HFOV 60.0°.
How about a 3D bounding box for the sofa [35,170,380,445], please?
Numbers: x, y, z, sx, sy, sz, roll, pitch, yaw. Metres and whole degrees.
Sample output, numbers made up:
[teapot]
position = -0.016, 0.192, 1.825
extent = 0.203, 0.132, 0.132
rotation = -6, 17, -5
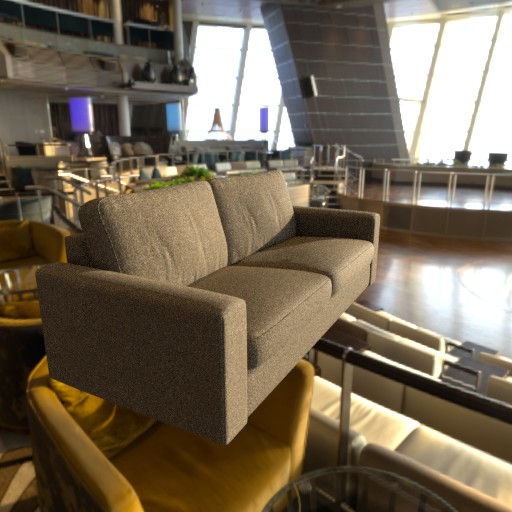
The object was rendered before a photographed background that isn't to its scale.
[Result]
[sofa]
position = 0.000, 0.000, 2.641
extent = 1.016, 0.873, 2.179
rotation = 8, 18, 28
